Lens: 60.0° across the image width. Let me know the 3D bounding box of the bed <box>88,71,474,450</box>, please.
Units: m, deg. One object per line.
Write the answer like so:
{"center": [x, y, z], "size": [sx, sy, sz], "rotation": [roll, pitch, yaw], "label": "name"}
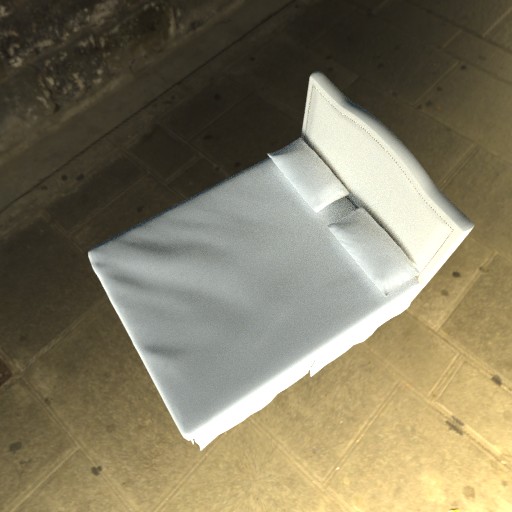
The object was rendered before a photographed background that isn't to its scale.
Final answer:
{"center": [0.000, 0.000, 3.457], "size": [2.282, 1.436, 1.821], "rotation": [-30, 67, -14], "label": "bed"}
